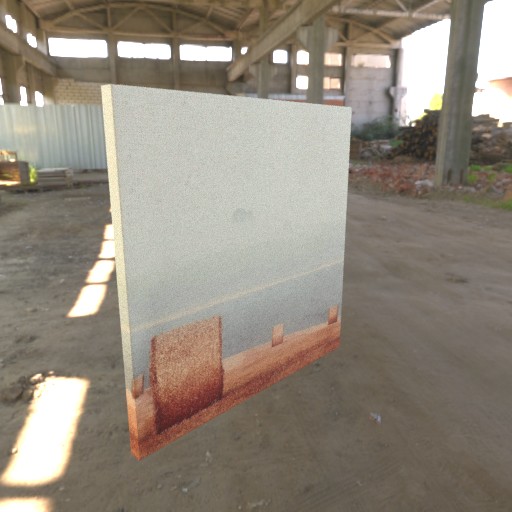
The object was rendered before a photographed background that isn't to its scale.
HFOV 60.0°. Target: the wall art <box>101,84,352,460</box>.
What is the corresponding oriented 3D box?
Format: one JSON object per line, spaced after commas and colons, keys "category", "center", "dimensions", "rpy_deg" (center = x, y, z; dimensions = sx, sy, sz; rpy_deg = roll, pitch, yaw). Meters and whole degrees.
{"category": "wall art", "center": [0.000, 0.000, 0.605], "dimensions": [0.023, 0.405, 0.405], "rpy_deg": [14, 20, 42]}
